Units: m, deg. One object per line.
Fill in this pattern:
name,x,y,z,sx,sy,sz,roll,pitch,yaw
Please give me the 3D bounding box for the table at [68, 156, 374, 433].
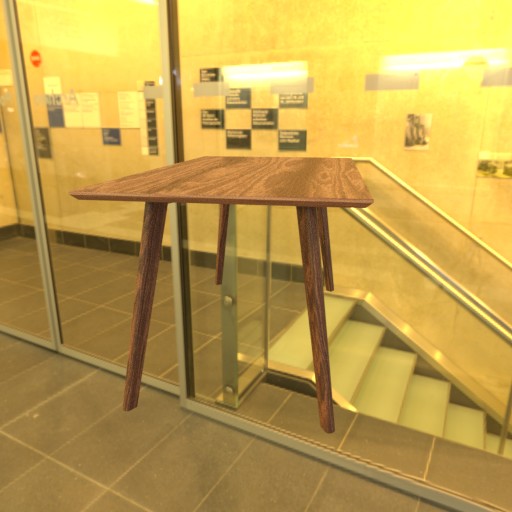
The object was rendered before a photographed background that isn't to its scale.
table,0.000,0.000,1.872,0.801,0.724,1.349,3,17,9
